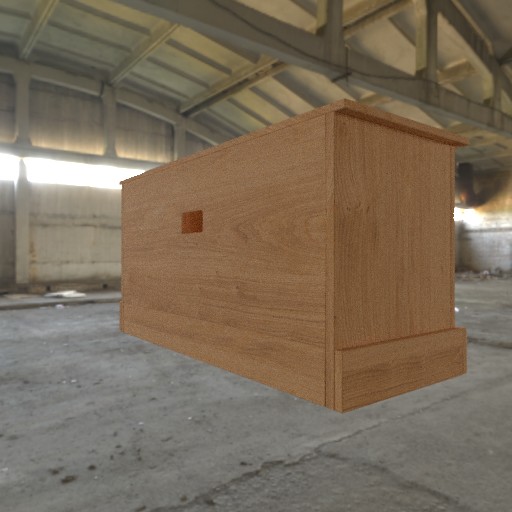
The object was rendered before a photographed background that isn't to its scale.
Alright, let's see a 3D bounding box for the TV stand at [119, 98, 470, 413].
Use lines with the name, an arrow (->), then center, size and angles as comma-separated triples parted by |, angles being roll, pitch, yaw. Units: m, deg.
TV stand -> 0.000, 0.000, 1.331 | 0.440, 0.550, 1.080 | 0, 0, -38
